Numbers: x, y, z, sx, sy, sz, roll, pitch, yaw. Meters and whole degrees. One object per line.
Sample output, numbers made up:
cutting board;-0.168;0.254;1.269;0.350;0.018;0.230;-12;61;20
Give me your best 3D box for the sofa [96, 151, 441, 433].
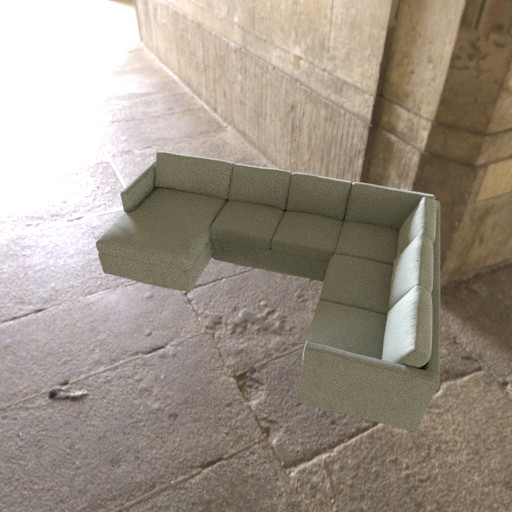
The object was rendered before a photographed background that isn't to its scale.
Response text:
sofa;0.000;0.000;4.486;3.434;0.869;2.440;12;41;14
